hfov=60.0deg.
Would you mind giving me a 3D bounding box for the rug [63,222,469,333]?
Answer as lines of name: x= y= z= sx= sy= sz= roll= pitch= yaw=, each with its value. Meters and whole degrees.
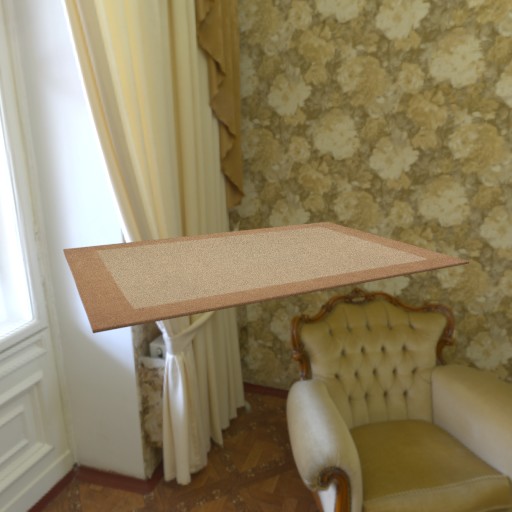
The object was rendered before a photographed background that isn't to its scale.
rug: x=0.000 y=0.000 z=2.382 sx=1.829 sy=0.014 sz=1.219 roll=-8 pitch=17 yaw=-26
